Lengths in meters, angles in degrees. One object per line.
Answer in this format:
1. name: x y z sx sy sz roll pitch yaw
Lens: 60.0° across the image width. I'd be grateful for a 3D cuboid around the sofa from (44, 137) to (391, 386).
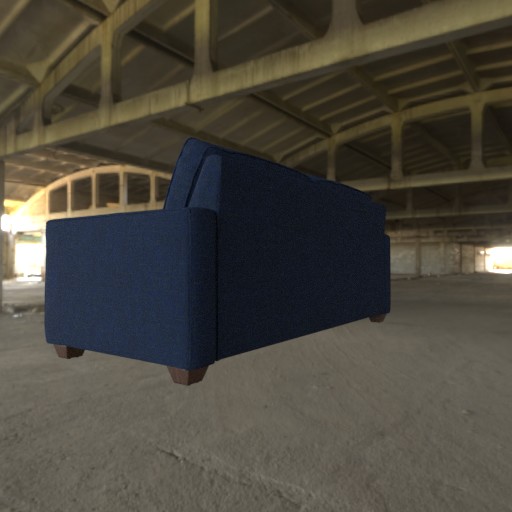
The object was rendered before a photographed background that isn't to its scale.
1. sofa: 0.000 0.000 2.566 0.940 0.919 2.080 0 -1 35
